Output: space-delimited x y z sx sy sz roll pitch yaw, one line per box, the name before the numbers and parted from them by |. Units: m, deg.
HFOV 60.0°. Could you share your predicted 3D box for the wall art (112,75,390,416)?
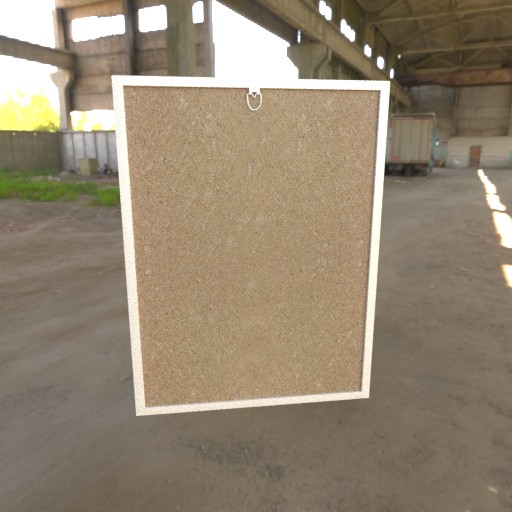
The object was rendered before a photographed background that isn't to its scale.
wall art | 0.000 0.000 1.410 0.805 1.056 0.042 -2 14 -8
